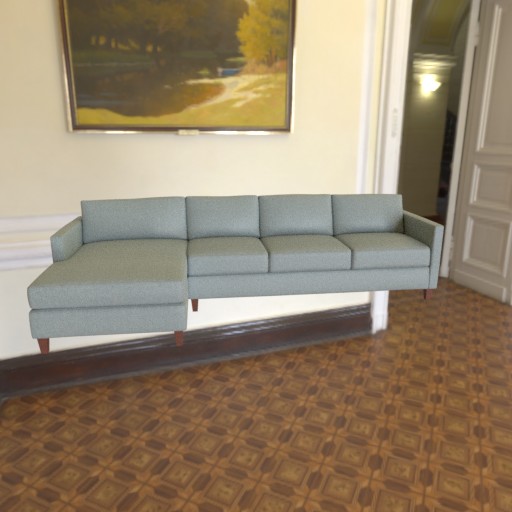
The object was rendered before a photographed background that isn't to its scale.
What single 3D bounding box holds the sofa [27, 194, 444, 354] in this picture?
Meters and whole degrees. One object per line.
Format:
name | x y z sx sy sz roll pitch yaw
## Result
sofa | 0.000 0.000 4.044 3.470 0.953 1.600 -2 16 -7
